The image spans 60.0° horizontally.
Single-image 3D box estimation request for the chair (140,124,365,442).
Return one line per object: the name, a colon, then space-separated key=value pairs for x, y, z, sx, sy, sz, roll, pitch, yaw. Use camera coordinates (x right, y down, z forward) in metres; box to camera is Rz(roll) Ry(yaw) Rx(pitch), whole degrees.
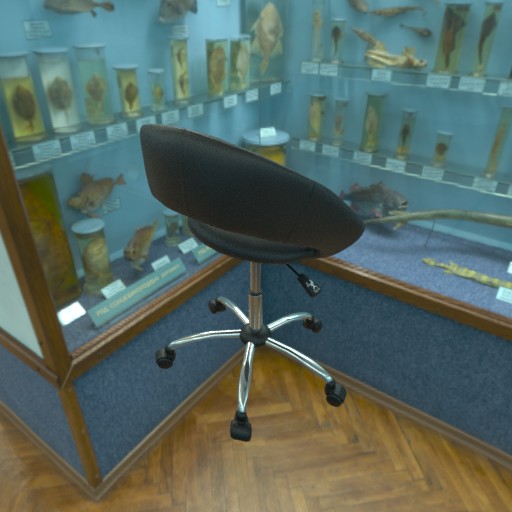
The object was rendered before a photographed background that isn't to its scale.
chair: x=0.000 y=0.000 z=1.208 sx=0.612 sy=0.791 sz=0.538 roll=23 pitch=38 yaw=32
